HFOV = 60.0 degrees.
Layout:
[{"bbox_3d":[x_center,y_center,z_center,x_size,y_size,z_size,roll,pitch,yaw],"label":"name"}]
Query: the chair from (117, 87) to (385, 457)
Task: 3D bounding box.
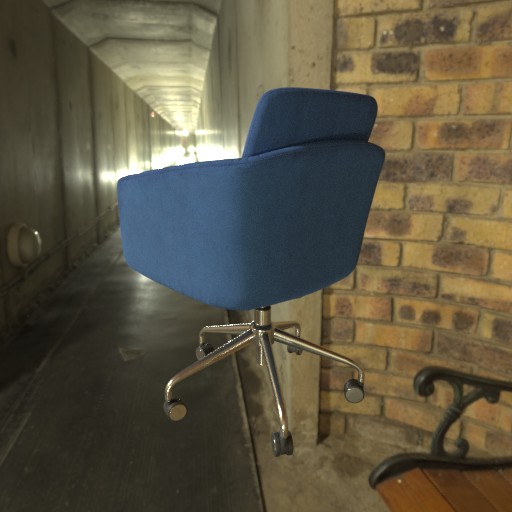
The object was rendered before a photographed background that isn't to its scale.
[{"bbox_3d":[0.000,0.000,1.343,0.635,0.908,0.641,15,21,43],"label":"chair"}]
